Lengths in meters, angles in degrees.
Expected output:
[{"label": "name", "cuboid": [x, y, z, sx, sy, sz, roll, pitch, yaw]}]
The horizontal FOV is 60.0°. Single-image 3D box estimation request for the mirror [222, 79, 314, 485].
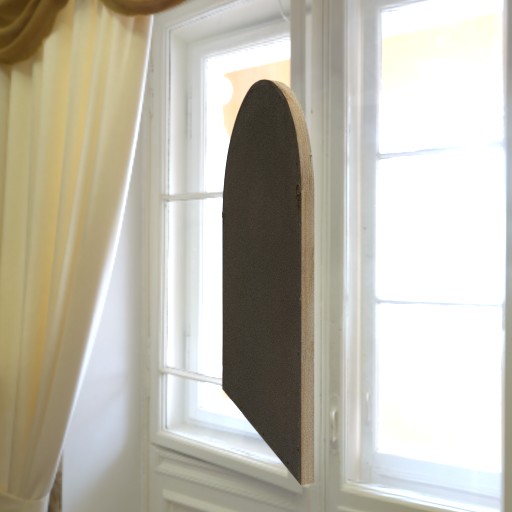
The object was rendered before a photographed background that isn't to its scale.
[{"label": "mirror", "cuboid": [0.000, 0.000, 1.207, 0.032, 0.920, 0.660, 0, 1, -18]}]
